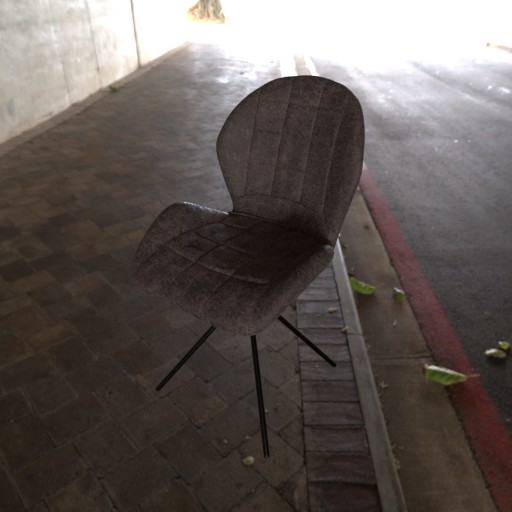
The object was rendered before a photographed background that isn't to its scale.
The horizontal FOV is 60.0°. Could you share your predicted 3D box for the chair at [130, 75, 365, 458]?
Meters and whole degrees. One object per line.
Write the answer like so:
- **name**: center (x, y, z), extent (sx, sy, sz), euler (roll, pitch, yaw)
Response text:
- **chair**: center (0.000, 0.000, 1.318), extent (0.527, 0.934, 0.640), euler (19, 36, 29)
